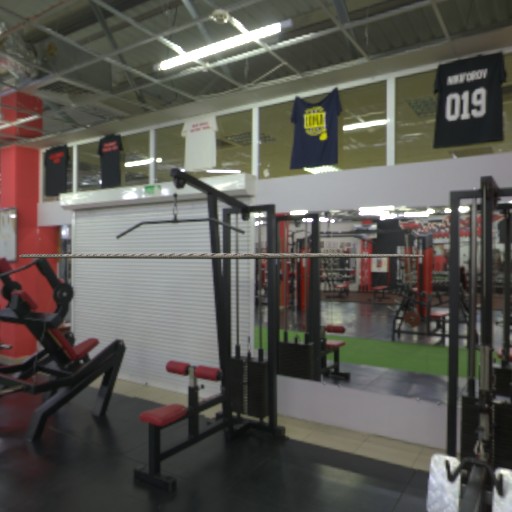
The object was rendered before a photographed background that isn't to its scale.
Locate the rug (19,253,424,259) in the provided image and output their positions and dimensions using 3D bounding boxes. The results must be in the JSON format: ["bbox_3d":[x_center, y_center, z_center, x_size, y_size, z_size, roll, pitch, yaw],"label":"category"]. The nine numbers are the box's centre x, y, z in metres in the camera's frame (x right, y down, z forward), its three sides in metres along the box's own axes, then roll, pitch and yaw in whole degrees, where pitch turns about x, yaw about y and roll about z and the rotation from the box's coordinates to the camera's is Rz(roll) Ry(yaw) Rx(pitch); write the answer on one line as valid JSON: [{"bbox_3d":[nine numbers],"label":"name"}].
[{"bbox_3d":[0.000,0.000,2.321,1.237,0.019,1.842,0,0,35],"label":"rug"}]
